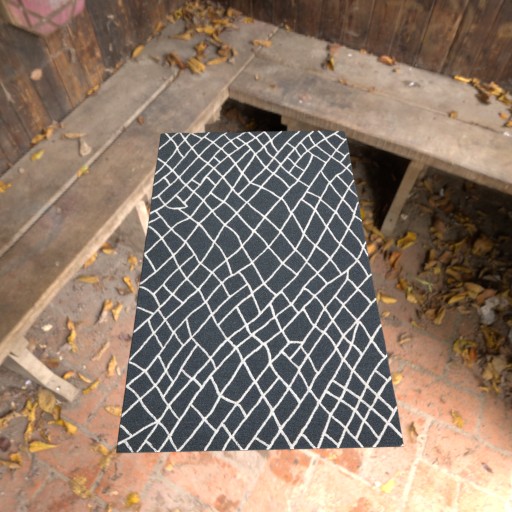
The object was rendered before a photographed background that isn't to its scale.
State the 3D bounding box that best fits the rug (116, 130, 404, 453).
[{"bbox_3d":[0.000,0.000,3.009,1.529,0.017,2.448,-1,57,-1],"label":"rug"}]
